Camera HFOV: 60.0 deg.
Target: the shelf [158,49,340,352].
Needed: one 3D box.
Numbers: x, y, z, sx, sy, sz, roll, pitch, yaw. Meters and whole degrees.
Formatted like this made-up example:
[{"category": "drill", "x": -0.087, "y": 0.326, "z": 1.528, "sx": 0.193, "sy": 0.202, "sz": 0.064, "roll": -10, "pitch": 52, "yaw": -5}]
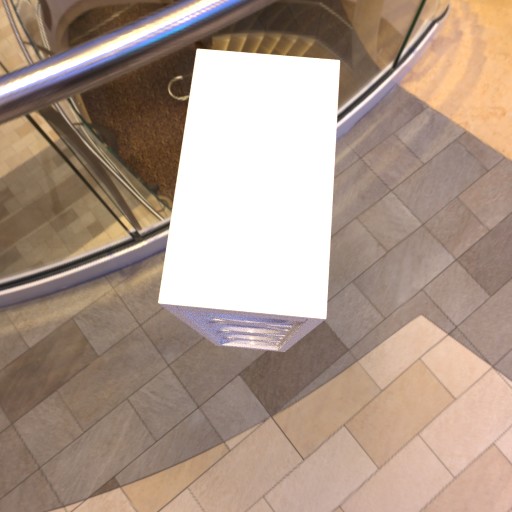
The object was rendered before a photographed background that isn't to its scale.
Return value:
[{"category": "shelf", "x": 0.000, "y": 0.000, "z": 1.648, "sx": 0.340, "sy": 1.411, "sz": 0.611, "roll": 5, "pitch": 75, "yaw": 1}]
